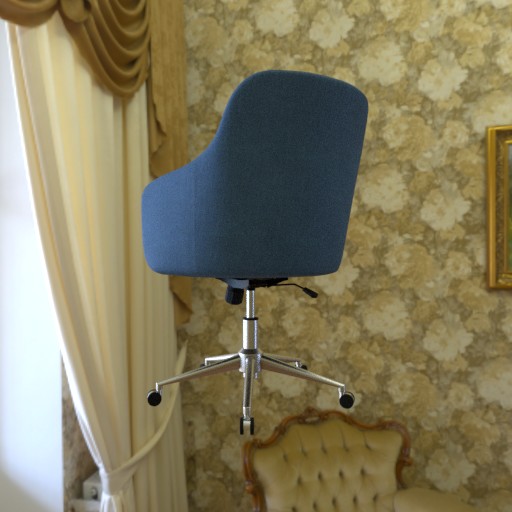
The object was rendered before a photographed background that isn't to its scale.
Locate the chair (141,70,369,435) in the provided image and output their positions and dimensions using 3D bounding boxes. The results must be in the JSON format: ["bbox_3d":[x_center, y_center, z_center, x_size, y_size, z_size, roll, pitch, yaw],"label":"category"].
[{"bbox_3d":[0.000,0.000,1.277,0.599,0.820,0.655,0,0,-34],"label":"chair"}]
